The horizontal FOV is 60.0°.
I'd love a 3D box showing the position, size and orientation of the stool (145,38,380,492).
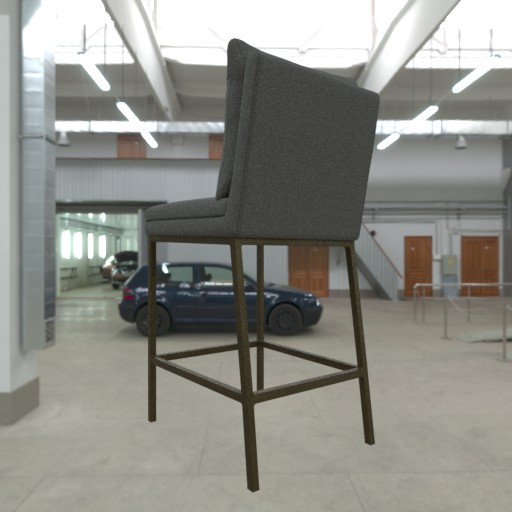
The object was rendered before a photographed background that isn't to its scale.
[{"bbox_3d":[0.000,0.000,1.303,0.463,1.030,0.569,0,0,-37],"label":"stool"}]
